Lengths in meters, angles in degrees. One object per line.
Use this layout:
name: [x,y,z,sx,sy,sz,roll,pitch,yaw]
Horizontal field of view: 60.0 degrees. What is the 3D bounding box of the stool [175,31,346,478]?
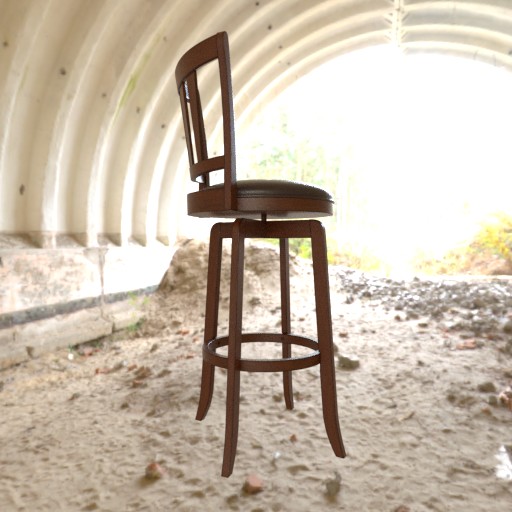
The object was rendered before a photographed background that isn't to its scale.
stool: [0.000,0.000,1.420,0.503,1.177,0.464,-1,2,-18]
